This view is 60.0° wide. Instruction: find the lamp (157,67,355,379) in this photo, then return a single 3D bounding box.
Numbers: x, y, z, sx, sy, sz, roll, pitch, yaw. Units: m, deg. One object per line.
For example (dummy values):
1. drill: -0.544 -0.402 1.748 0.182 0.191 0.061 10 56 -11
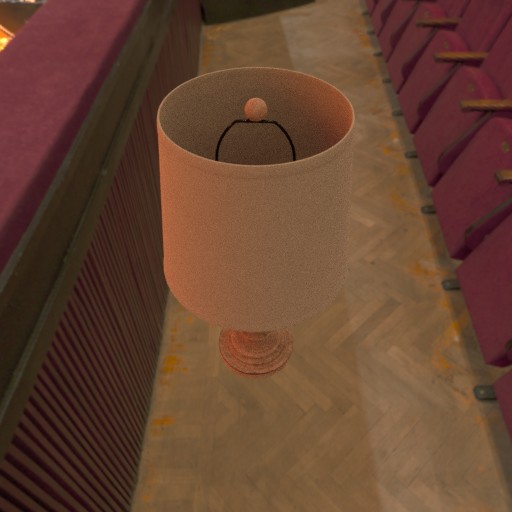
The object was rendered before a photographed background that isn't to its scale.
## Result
1. lamp: 0.000 0.000 0.663 0.273 0.497 0.273 0 47 0
